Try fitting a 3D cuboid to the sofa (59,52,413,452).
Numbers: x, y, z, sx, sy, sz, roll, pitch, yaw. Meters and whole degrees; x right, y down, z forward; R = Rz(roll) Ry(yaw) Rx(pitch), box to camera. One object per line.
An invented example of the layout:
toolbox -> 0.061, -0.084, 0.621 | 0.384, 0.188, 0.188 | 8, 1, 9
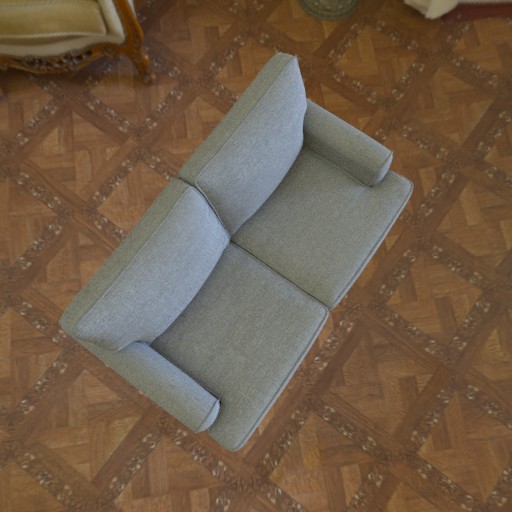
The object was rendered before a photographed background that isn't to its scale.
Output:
sofa -> 0.000, 0.000, 2.207 | 0.965, 0.965, 1.651 | 35, 78, 8
